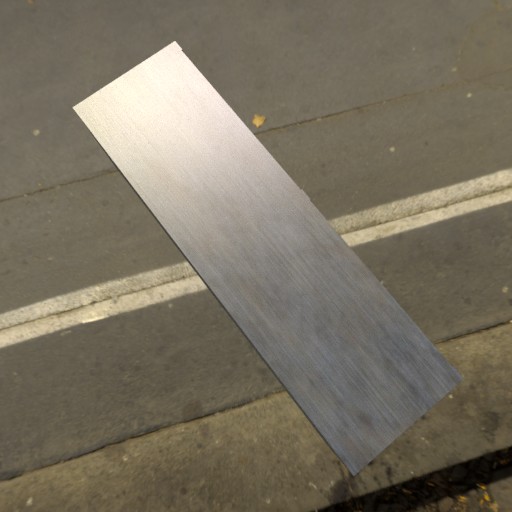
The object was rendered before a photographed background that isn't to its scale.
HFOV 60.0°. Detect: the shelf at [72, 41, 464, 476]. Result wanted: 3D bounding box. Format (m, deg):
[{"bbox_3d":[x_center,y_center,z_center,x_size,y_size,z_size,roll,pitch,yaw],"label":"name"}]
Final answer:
[{"bbox_3d":[0.000,0.000,1.864,0.479,0.719,1.575,-37,79,-8],"label":"shelf"}]
